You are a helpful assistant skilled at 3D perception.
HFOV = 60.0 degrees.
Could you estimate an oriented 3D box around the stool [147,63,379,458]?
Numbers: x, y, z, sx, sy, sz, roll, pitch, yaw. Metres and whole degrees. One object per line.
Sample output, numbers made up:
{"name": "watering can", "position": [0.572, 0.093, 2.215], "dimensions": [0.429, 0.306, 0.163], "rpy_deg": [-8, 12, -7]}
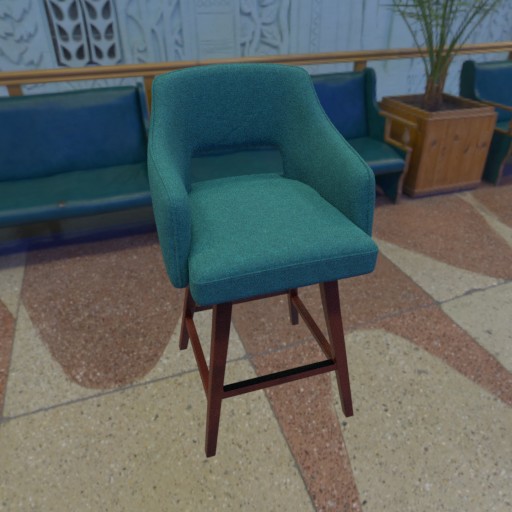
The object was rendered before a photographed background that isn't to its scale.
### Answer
{"name": "stool", "position": [0.000, 0.000, 1.292], "dimensions": [0.548, 0.961, 0.556], "rpy_deg": [-10, 34, -15]}
